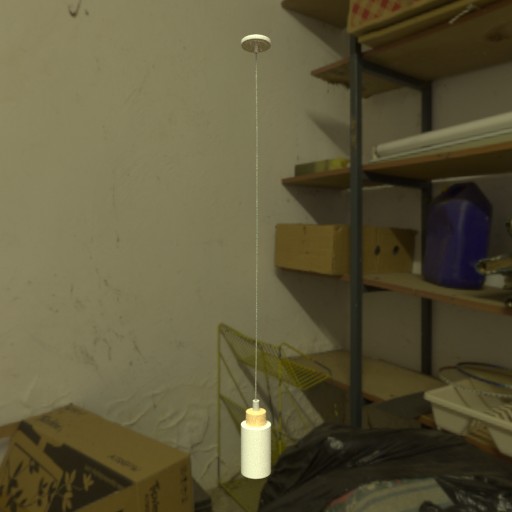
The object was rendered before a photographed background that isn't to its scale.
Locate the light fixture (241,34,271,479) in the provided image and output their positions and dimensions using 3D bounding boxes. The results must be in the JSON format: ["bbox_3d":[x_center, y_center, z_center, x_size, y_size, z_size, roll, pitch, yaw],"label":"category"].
[{"bbox_3d":[0.000,0.000,1.857,0.125,1.798,0.125,0,0,36],"label":"light fixture"}]
